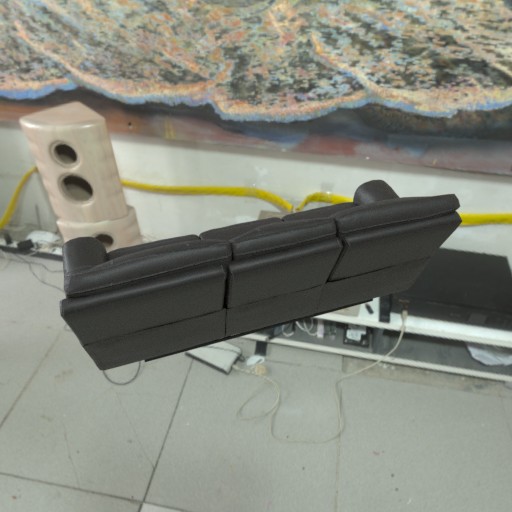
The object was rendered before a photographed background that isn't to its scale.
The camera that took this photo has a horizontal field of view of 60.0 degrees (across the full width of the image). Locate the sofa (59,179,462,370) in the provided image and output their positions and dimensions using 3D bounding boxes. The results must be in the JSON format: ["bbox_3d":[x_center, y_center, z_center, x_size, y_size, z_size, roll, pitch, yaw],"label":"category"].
[{"bbox_3d":[0.000,0.000,3.247,2.627,1.134,1.104,-13,43,-14],"label":"sofa"}]
